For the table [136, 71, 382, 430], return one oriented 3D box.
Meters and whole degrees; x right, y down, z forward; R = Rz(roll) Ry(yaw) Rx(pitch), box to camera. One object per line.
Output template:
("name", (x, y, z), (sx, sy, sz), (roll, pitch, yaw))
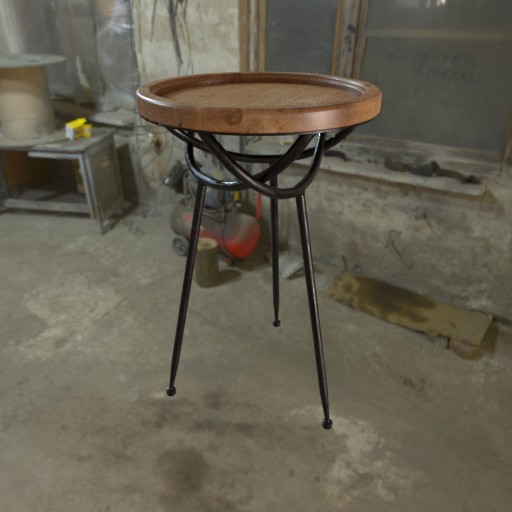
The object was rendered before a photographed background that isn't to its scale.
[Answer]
("table", (0.000, 0.000, 0.917), (0.418, 0.664, 0.414), (-1, 29, -2))
